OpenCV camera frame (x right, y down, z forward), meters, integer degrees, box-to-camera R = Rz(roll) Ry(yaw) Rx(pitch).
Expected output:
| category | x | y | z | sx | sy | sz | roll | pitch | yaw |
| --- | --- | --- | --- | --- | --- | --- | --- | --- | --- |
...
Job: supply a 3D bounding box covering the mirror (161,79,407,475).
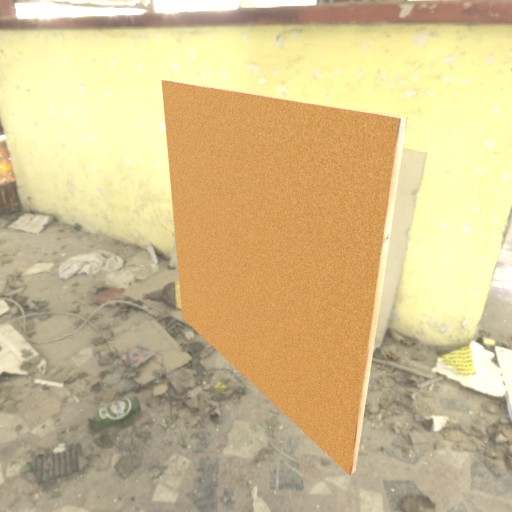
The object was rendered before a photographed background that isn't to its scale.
| category | x | y | z | sx | sy | sz | roll | pitch | yaw |
| --- | --- | --- | --- | --- | --- | --- | --- | --- | --- |
| mirror | 0.000 | 0.000 | 1.156 | 0.061 | 0.804 | 0.804 | -19 | 32 | -33 |
